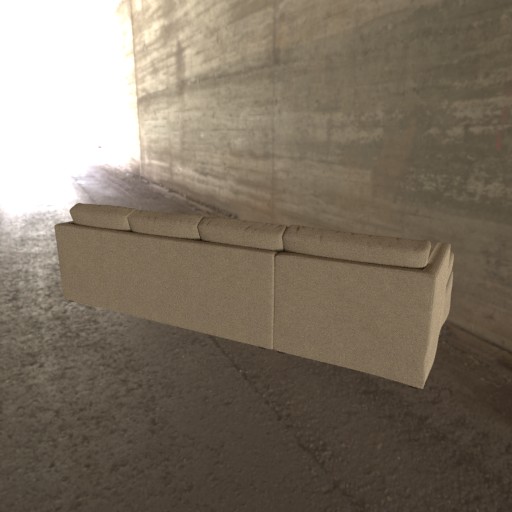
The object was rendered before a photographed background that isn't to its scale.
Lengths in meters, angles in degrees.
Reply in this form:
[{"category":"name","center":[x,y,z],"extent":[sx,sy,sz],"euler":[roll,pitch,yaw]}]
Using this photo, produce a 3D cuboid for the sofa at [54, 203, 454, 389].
[{"category":"sofa","center":[0.000,0.000,3.958],"extent":[3.198,0.920,1.638],"euler":[8,17,27]}]
